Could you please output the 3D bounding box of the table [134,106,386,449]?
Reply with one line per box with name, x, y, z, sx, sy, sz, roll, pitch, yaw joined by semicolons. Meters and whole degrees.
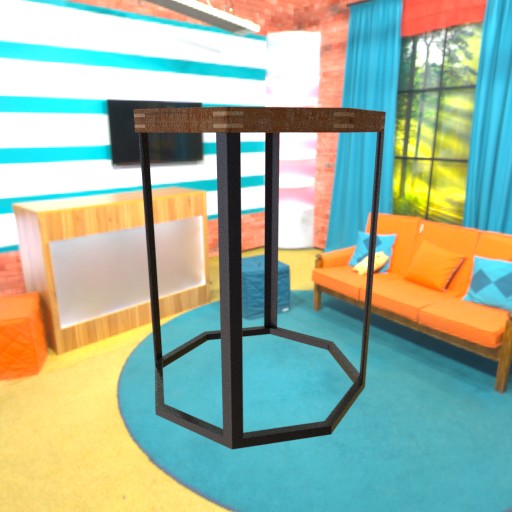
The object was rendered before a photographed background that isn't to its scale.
table;0.000;0.000;0.882;0.458;0.543;0.458;3;16;10
